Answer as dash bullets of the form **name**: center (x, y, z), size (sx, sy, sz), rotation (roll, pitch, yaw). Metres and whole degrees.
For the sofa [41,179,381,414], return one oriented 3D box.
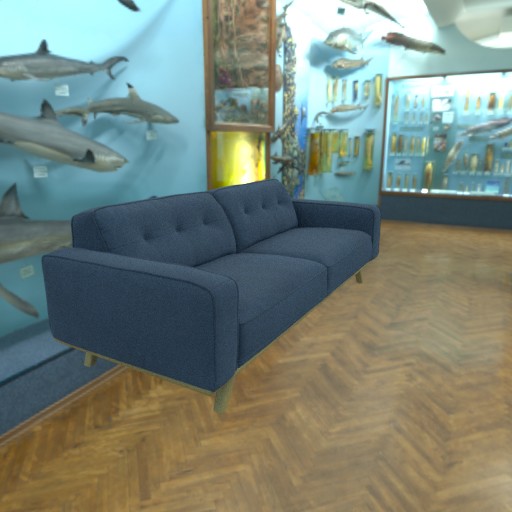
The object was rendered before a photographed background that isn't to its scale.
- **sofa**: center (0.000, 0.000, 2.709), size (0.953, 0.782, 2.270), rotation (8, 17, 29)
